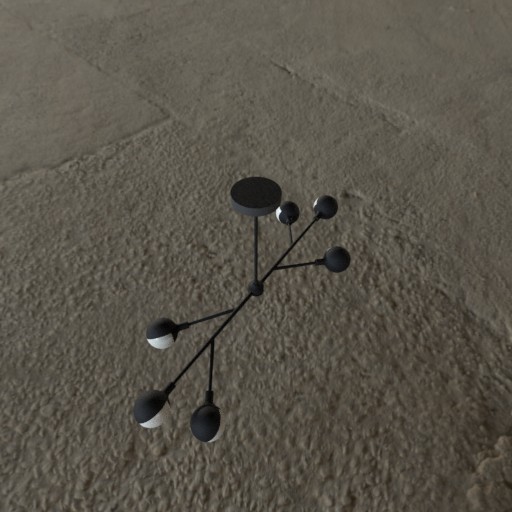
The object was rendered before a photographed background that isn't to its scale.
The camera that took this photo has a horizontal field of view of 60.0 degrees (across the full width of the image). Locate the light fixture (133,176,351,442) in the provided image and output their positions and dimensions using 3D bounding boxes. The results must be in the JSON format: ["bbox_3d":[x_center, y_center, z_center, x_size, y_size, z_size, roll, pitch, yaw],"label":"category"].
[{"bbox_3d":[0.000,0.000,0.998,0.778,0.362,0.434,-32,54,-27],"label":"light fixture"}]
